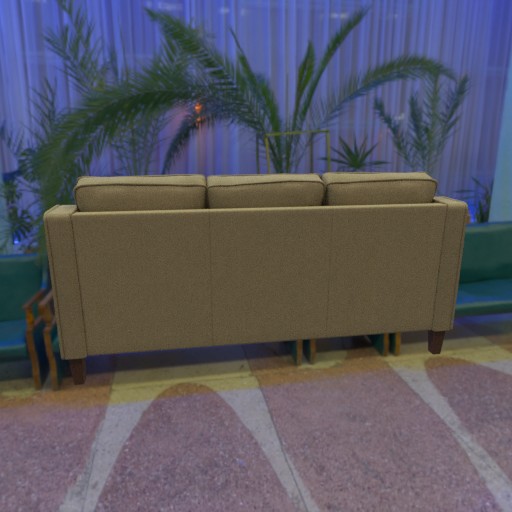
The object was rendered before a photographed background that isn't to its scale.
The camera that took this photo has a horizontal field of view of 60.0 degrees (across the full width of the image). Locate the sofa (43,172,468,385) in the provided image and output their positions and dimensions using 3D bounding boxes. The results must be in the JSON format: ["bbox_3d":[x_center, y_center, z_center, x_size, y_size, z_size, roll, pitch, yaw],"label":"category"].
[{"bbox_3d":[0.000,0.000,2.547,1.986,0.974,0.911,-2,15,-9],"label":"sofa"}]
